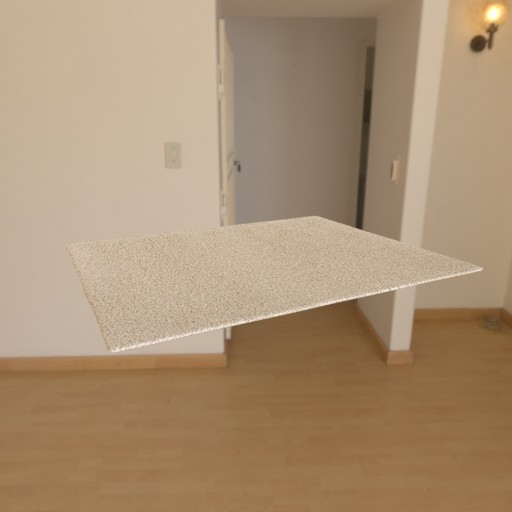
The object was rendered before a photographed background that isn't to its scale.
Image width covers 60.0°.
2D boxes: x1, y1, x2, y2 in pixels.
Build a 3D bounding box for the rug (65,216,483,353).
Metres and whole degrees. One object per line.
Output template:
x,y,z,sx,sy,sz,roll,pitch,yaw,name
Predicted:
0.000,0.000,4.076,3.047,0.029,2.438,-9,19,-26,rug
